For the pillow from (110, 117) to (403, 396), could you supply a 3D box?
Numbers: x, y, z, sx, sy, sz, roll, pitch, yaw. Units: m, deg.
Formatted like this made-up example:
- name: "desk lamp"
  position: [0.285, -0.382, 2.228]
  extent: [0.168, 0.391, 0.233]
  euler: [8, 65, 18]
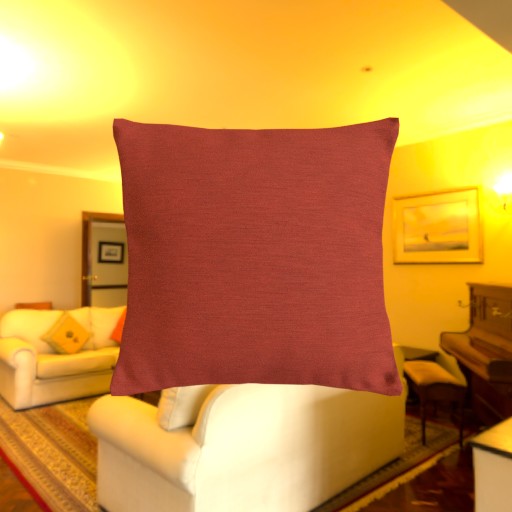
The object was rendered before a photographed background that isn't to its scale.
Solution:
- name: "pillow"
  position: [0.000, 0.000, 0.654]
  extent: [0.435, 0.416, 0.151]
  euler: [0, -2, 0]
